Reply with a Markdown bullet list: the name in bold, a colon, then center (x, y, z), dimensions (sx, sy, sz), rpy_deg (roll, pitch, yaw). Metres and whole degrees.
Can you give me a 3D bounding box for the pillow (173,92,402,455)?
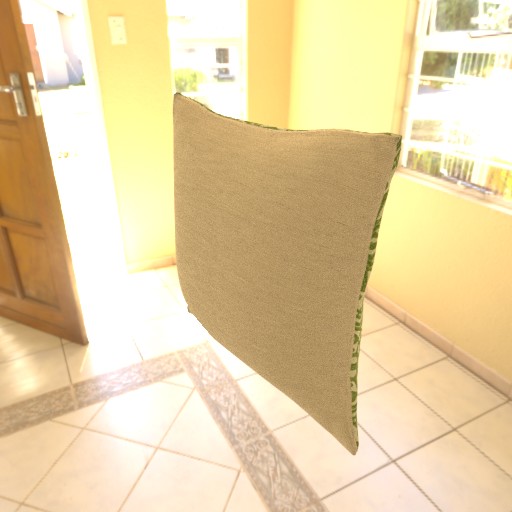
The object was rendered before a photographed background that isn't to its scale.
- **pillow**: center (0.000, 0.000, 0.652), dimensions (0.162, 0.419, 0.440), rpy_deg (-19, 32, -33)
